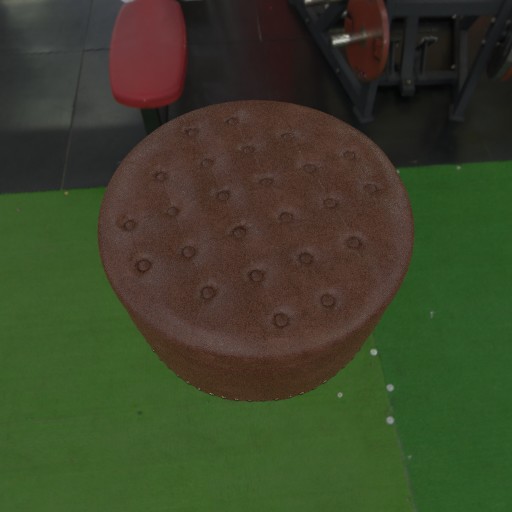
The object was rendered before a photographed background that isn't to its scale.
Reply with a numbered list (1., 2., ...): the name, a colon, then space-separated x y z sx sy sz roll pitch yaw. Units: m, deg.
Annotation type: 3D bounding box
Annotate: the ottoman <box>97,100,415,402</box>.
1. ottoman: 0.000 0.000 1.060 0.637 0.442 0.637 0 59 0
